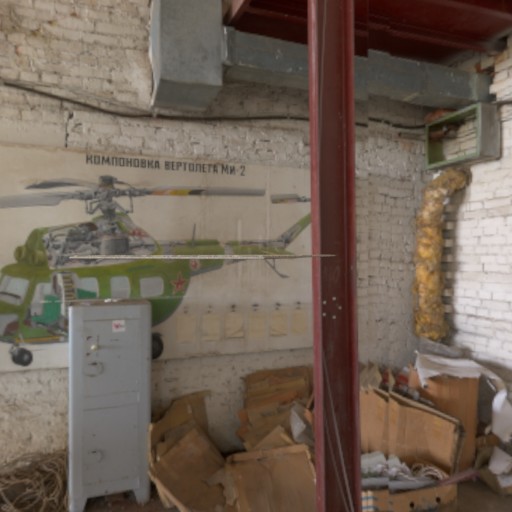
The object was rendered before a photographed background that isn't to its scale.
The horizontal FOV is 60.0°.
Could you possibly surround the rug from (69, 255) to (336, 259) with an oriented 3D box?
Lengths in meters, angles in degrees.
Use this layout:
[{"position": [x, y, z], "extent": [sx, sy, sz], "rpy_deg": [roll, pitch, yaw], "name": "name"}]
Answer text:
[{"position": [0.000, 0.000, 2.415], "extent": [0.662, 0.011, 2.196], "rpy_deg": [0, 0, 15], "name": "rug"}]
